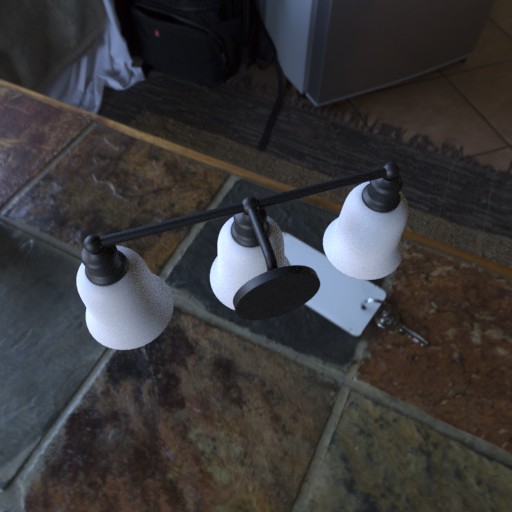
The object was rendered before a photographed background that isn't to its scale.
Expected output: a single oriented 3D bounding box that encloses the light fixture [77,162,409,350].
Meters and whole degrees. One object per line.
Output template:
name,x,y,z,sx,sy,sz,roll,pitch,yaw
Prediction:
light fixture,0.000,0.000,0.672,0.570,0.211,0.198,-15,59,-9
